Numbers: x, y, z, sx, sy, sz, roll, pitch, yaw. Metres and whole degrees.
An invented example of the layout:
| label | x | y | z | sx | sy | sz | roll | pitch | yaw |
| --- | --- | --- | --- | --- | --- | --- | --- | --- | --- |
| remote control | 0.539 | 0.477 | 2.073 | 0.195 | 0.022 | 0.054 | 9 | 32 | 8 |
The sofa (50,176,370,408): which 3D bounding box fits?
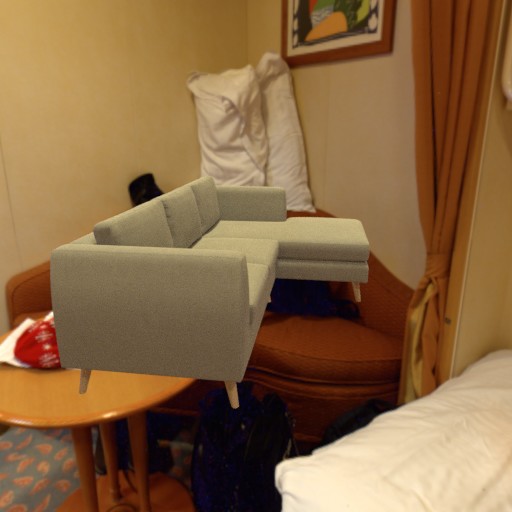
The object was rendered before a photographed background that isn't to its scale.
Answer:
| label | x | y | z | sx | sy | sz | roll | pitch | yaw |
| --- | --- | --- | --- | --- | --- | --- | --- | --- | --- |
| sofa | 0.000 | 0.000 | 3.023 | 1.580 | 0.860 | 2.300 | 2 | 17 | 8 |
